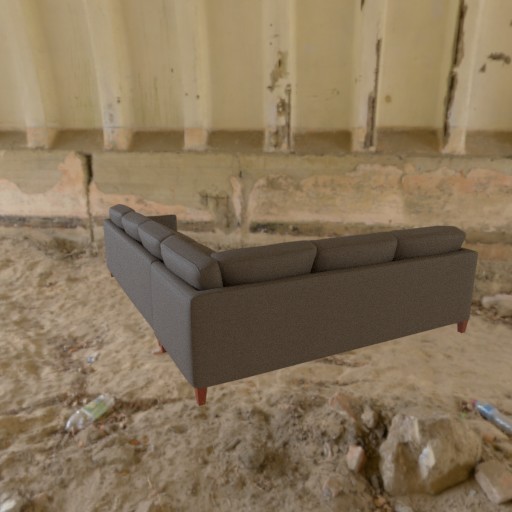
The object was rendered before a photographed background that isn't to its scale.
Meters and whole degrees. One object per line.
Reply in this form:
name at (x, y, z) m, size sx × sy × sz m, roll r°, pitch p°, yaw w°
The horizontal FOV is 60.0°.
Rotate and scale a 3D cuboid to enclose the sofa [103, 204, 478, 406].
sofa at (0.000, 0.000, 4.620) m, size 2.593 × 0.947 × 3.302 m, roll -7°, pitch 16°, yaw -26°
